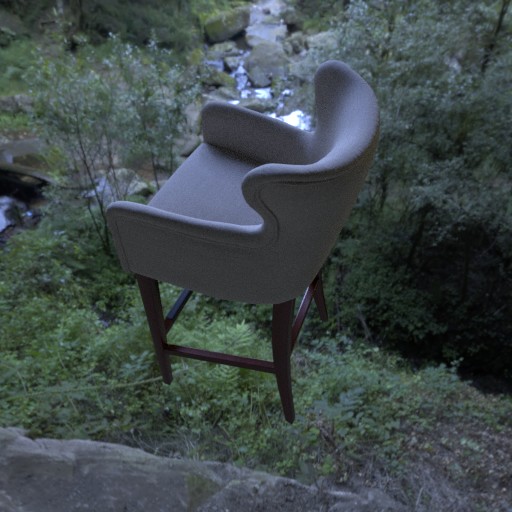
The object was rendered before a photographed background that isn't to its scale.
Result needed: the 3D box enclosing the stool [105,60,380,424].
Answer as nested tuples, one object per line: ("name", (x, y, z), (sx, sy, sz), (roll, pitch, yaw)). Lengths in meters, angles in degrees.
("stool", (0.000, 0.000, 1.360), (0.563, 1.034, 0.556), (16, 48, 14))
